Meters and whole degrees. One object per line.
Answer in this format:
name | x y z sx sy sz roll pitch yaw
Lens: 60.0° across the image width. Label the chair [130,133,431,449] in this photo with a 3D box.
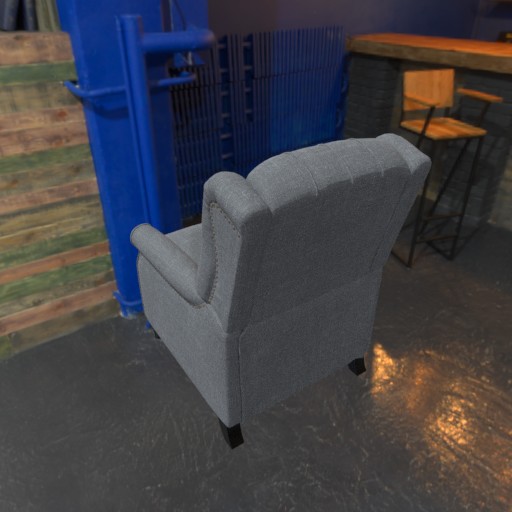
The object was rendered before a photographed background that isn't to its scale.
chair | 0.000 0.000 1.687 0.742 1.035 0.898 -19 36 -29
